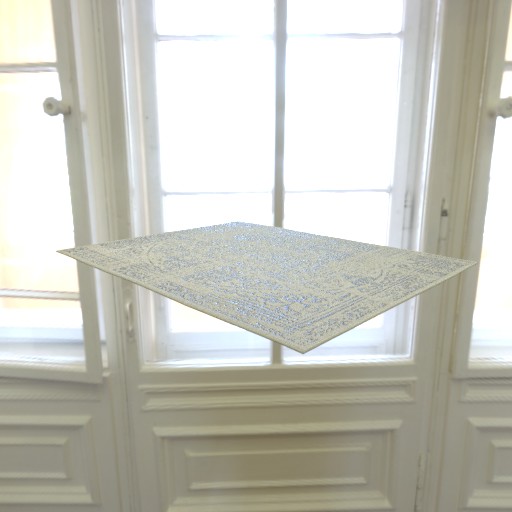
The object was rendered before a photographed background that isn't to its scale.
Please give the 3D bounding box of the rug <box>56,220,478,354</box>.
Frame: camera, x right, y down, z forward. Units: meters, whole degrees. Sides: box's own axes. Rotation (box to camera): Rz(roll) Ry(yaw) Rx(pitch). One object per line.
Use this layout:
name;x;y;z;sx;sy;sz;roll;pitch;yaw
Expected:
rug;0.000;0.000;3.876;2.921;0.032;2.311;14;20;43
